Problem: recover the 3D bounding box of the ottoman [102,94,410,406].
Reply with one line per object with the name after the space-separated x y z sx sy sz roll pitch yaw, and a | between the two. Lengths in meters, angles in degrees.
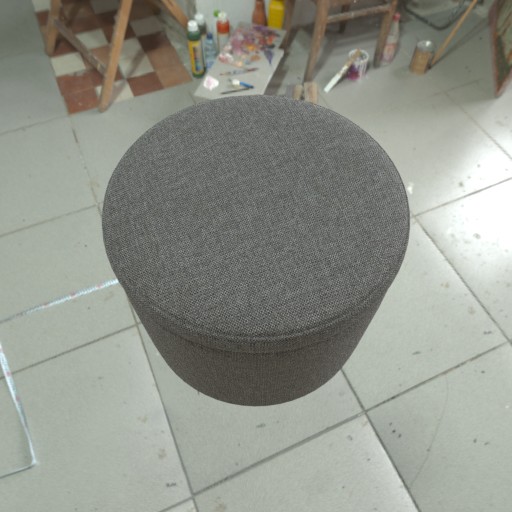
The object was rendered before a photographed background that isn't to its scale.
0.000 0.000 0.908 0.520 0.430 0.520 0 59 0 | ottoman
